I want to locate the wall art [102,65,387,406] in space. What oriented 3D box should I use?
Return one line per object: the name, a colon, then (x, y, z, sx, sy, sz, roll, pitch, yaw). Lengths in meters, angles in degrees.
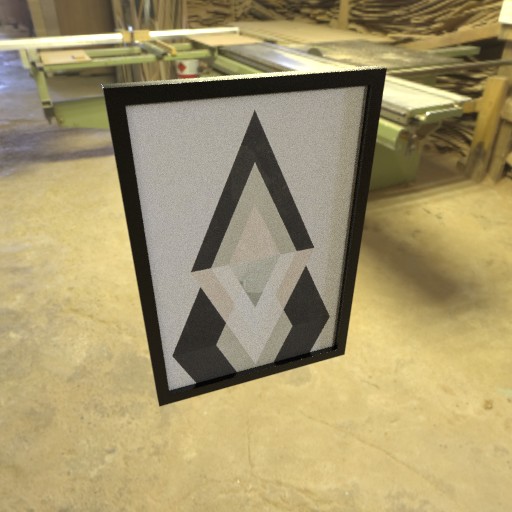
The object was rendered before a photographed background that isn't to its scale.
wall art: (0.000, 0.000, 0.593, 0.314, 0.455, 0.019, -11, 34, -17)
